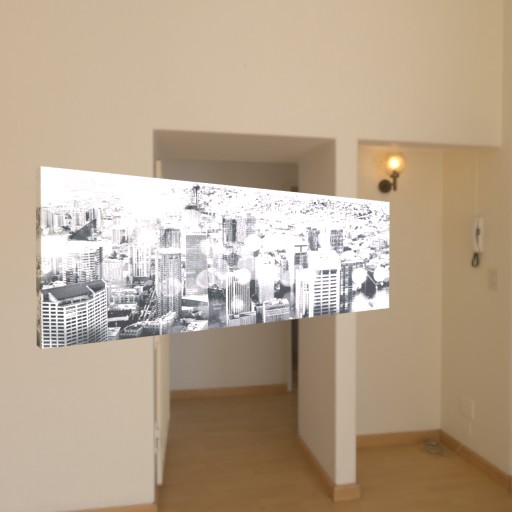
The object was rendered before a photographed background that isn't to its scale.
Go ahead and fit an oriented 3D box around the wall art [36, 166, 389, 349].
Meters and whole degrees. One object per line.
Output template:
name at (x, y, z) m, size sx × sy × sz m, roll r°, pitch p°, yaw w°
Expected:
wall art at (0.000, 0.000, 0.853) m, size 0.763 × 0.255 × 0.038 m, roll 0°, pitch 1°, yaw -36°
